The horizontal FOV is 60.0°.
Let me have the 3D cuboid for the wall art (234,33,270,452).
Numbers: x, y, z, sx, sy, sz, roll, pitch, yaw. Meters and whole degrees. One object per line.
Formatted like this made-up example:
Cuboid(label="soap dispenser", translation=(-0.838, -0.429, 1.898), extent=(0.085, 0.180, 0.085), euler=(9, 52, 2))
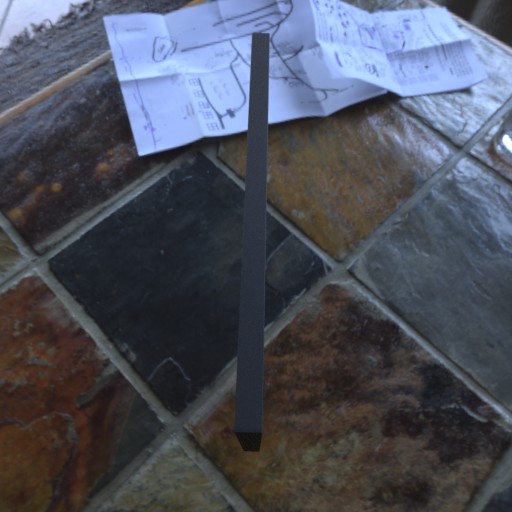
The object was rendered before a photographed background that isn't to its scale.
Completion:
Cuboid(label="wall art", translation=(0.000, 0.000, 0.564), extent=(0.021, 0.301, 0.443), euler=(1, 64, 1))
